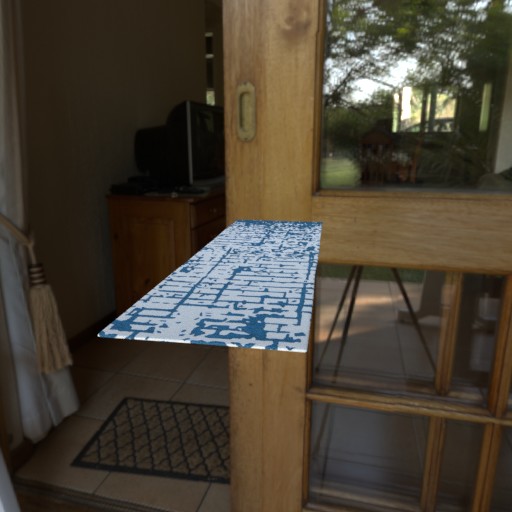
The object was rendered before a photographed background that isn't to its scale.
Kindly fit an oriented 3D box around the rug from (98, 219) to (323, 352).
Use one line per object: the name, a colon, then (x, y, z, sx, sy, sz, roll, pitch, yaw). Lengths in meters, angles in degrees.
rug: (0.000, 0.000, 2.692, 0.750, 0.011, 2.435, 2, 15, 9)
